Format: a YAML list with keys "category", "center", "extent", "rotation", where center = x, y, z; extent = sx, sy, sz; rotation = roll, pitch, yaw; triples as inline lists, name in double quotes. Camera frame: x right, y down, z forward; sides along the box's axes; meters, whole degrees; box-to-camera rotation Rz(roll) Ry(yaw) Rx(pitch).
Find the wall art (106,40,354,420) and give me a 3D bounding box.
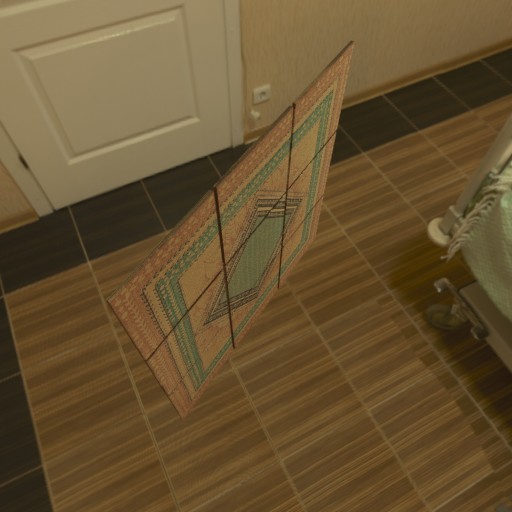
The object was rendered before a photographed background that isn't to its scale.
- category: "wall art"
  center: [0.000, 0.000, 1.790]
  extent: [0.013, 1.213, 1.215]
  rotation: [30, 62, 17]
